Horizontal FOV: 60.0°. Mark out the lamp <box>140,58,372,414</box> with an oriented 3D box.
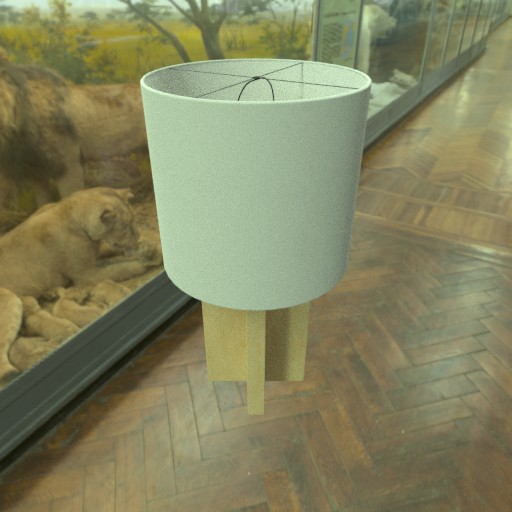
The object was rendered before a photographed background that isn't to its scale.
[{"bbox_3d":[0.000,0.000,0.559,0.229,0.428,0.229,0,32,0],"label":"lamp"}]
